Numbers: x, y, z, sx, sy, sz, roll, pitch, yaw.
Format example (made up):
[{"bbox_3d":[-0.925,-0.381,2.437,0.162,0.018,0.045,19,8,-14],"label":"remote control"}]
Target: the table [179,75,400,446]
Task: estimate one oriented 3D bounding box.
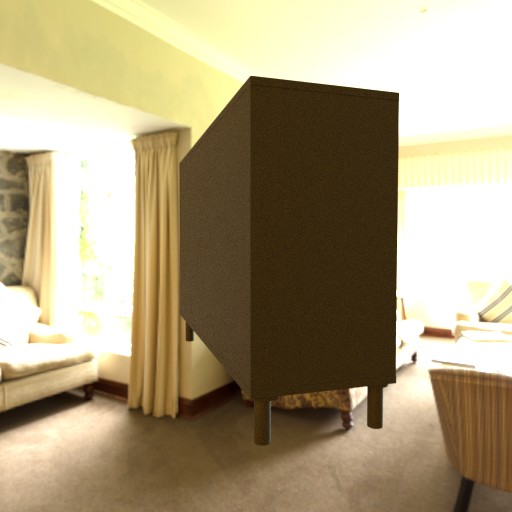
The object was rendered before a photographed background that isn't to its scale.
[{"bbox_3d":[0.000,0.000,1.638,0.400,0.855,1.200,-1,2,-17],"label":"table"}]
